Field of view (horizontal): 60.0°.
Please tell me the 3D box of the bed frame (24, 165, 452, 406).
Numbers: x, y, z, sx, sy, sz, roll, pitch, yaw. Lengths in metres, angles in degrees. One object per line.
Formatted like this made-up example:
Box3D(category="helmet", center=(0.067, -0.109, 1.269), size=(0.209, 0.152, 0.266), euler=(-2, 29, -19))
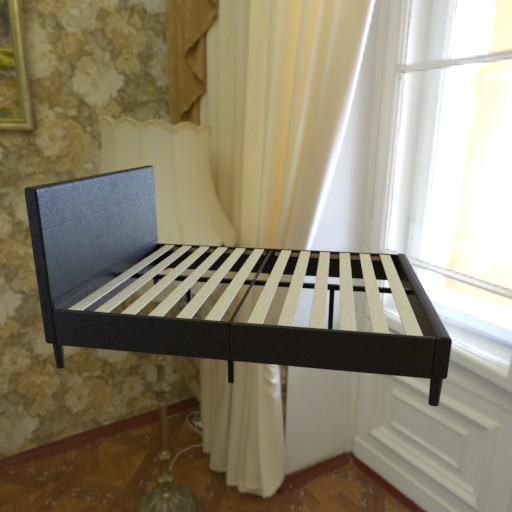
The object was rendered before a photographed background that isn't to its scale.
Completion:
Box3D(category="bed frame", center=(0.000, 0.000, 3.171), size=(2.318, 1.127, 1.634), euler=(3, 16, 10))
